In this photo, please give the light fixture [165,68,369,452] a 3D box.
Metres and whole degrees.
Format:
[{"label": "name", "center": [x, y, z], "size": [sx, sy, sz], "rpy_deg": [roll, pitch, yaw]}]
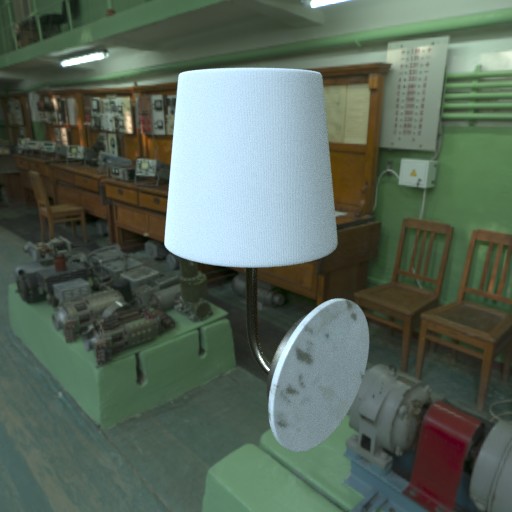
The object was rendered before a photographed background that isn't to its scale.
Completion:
[{"label": "light fixture", "center": [0.000, 0.000, 0.443], "size": [0.168, 0.337, 0.188], "rpy_deg": [-17, 24, -42]}]
